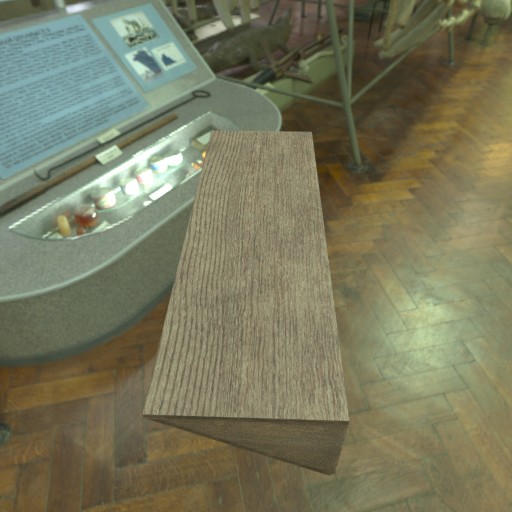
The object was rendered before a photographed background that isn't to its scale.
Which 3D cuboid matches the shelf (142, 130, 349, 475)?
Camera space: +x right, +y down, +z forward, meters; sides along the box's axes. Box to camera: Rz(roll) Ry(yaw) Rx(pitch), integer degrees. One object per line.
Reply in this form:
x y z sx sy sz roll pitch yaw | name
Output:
0.000 0.000 0.695 0.200 0.125 0.610 1 42 1 | shelf
